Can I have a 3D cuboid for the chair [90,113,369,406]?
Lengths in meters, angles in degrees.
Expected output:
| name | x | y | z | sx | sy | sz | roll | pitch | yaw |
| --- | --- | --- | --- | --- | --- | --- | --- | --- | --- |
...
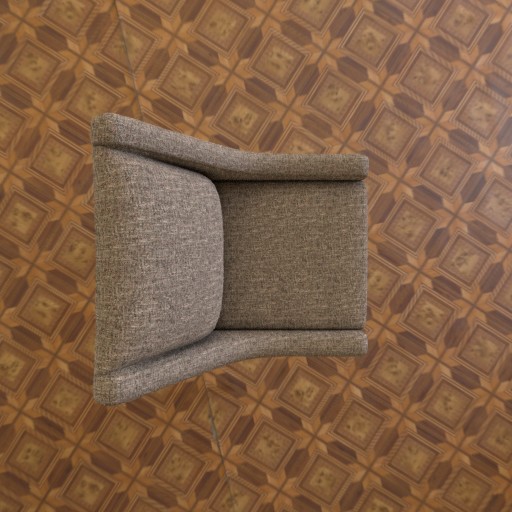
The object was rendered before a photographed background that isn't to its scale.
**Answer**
| name | x | y | z | sx | sy | sz | roll | pitch | yaw |
| --- | --- | --- | --- | --- | --- | --- | --- | --- | --- |
| chair | 0.000 | 0.000 | 1.625 | 0.870 | 1.014 | 0.774 | 0 | 91 | -1 |
